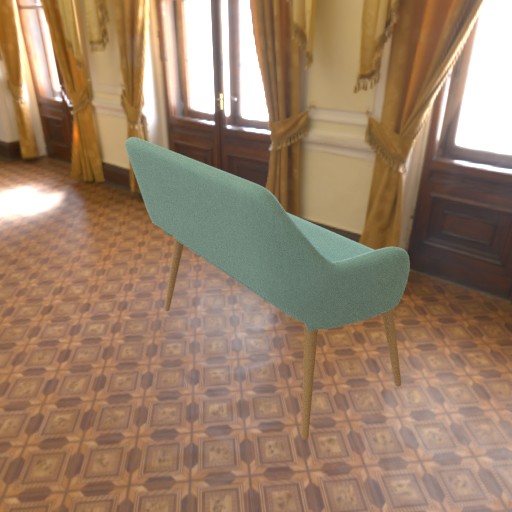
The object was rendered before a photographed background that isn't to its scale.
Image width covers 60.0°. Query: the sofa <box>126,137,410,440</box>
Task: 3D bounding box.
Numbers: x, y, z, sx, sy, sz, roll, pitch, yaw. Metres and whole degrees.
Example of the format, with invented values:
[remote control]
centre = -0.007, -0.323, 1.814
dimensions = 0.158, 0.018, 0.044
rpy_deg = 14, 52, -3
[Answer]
[sofa]
centre = 0.000, 0.000, 1.669
dimensions = 0.610, 0.840, 1.150
rpy_deg = -19, 32, -33
